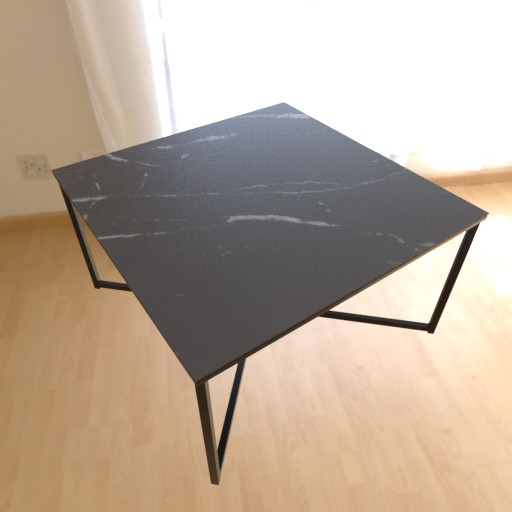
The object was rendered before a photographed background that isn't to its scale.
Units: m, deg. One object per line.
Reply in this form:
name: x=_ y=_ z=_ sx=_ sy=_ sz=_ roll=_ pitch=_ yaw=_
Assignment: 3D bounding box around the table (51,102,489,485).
table: x=0.000 y=0.000 z=1.280 sx=0.800 sy=0.450 sz=0.800 roll=-25 pitch=47 yaw=-25
